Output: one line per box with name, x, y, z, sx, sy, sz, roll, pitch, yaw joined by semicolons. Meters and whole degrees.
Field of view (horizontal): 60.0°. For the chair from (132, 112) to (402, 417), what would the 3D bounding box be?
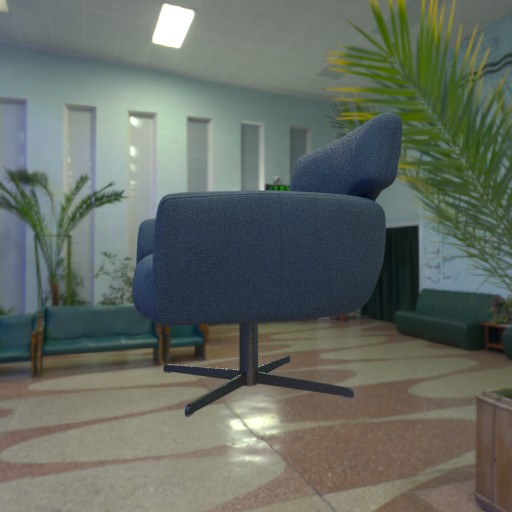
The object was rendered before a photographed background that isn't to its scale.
chair;0.000;0.000;1.419;0.761;0.813;0.738;0;-1;-18
